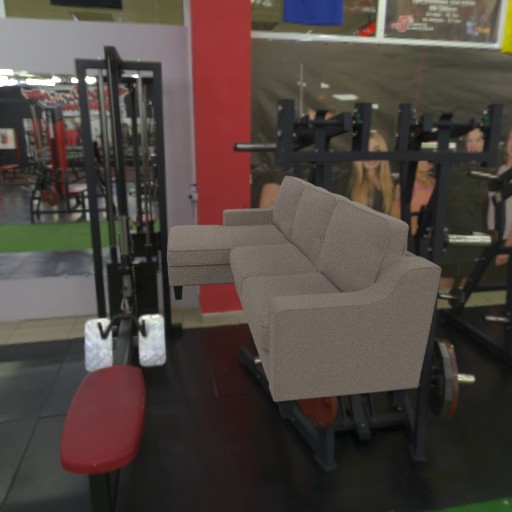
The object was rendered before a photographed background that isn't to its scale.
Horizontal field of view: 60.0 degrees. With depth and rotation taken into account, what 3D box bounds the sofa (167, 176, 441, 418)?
[{"bbox_3d":[0.000,0.000,3.179,1.294,0.928,2.561,-3,16,-9],"label":"sofa"}]
